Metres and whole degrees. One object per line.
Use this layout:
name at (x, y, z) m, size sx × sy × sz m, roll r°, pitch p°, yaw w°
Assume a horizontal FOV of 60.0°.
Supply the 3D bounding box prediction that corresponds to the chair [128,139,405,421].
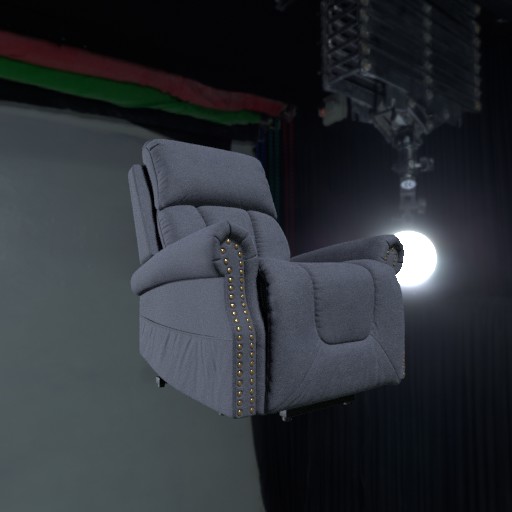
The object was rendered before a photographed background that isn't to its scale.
chair at (0.000, 0.000, 1.734) m, size 0.871 × 1.031 × 0.979 m, roll 1°, pitch -2°, yaw -37°
